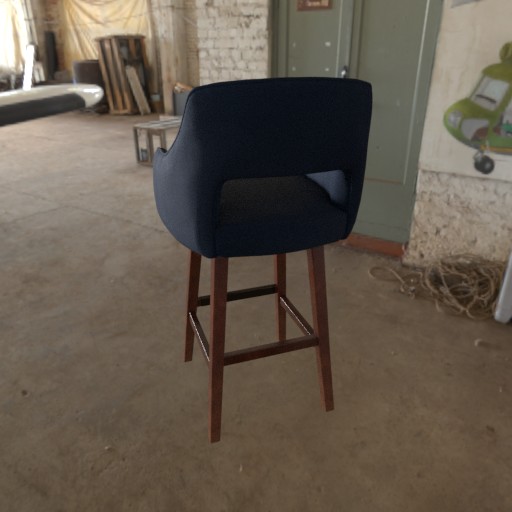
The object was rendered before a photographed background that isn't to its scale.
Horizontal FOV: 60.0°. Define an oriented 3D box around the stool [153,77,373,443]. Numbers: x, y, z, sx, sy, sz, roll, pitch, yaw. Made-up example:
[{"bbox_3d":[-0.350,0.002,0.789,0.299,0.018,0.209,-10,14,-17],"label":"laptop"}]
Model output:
[{"bbox_3d":[0.000,0.000,1.358,0.550,1.041,0.560,-8,26,-18],"label":"stool"}]
